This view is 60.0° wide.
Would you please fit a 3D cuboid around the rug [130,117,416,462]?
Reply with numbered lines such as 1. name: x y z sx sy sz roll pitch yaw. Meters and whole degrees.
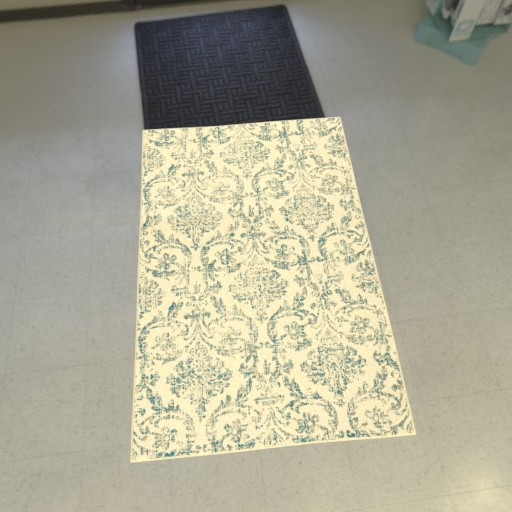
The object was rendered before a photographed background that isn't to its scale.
1. rug: 0.000 0.000 3.426 1.819 0.018 2.746 -5 63 -2
